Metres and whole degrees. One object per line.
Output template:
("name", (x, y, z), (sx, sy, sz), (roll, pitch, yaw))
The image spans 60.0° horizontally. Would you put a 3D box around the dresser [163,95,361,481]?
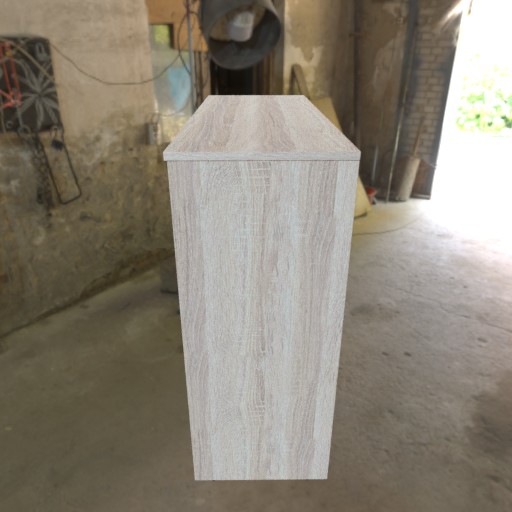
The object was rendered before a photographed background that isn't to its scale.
("dresser", (0.000, 0.000, 1.458), (0.380, 0.900, 0.980), (0, 26, -1))
